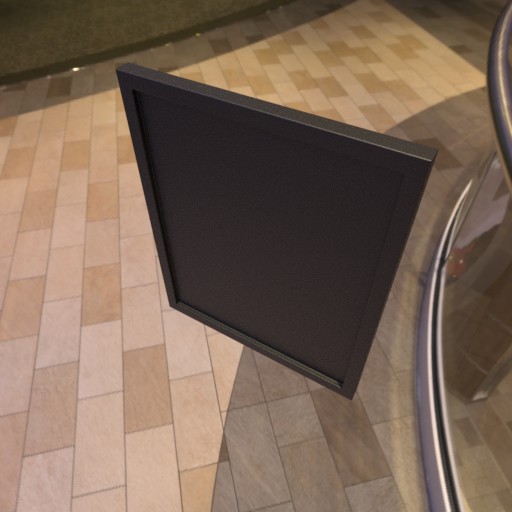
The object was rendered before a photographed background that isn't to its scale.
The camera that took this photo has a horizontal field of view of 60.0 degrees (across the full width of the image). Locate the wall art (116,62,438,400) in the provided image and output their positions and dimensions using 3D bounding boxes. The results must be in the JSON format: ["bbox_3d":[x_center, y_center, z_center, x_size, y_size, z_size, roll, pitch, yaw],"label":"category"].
[{"bbox_3d":[0.000,0.000,0.766,0.457,0.559,0.028,23,50,21],"label":"wall art"}]
